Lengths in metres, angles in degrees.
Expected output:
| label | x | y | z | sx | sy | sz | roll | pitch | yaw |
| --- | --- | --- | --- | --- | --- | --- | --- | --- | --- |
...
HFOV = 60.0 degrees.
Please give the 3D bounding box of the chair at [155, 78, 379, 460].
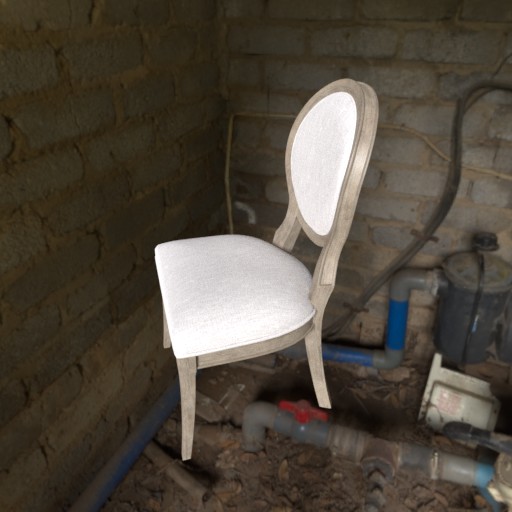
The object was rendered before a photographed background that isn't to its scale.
| label | x | y | z | sx | sy | sz | roll | pitch | yaw |
| --- | --- | --- | --- | --- | --- | --- | --- | --- | --- |
| chair | 0.000 | 0.000 | 1.351 | 0.602 | 0.990 | 0.558 | -8 | 30 | -14 |
